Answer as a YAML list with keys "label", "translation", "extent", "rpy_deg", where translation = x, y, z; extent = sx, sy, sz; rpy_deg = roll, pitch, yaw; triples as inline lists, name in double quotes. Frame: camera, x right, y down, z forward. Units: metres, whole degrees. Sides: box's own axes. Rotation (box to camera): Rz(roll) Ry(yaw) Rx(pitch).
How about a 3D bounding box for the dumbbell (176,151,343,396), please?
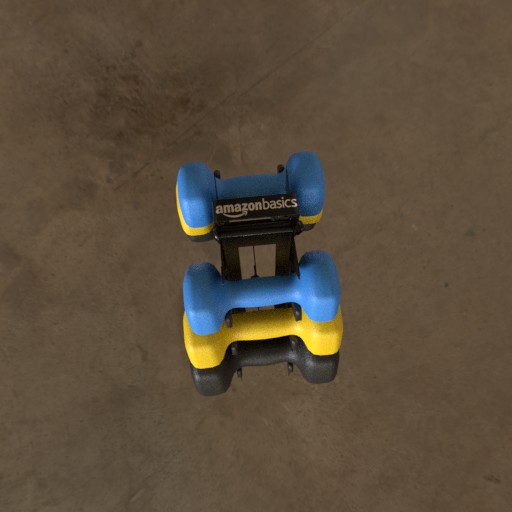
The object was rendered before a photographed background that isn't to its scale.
- label: "dumbbell"
  translation: [0.000, 0.000, 0.683]
  extent: [0.255, 0.426, 0.409]
  rpy_deg: [-5, 76, -1]
